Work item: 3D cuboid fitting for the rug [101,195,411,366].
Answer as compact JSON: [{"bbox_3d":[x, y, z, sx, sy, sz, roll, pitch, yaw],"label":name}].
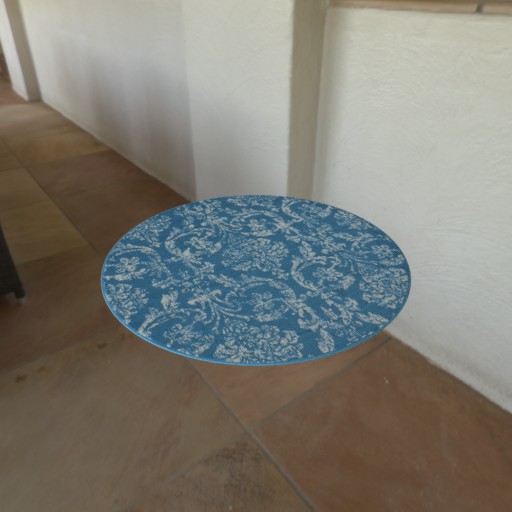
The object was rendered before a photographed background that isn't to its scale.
[{"bbox_3d":[0.000,0.000,2.374,1.593,0.012,1.593,0,32,0],"label":"rug"}]
